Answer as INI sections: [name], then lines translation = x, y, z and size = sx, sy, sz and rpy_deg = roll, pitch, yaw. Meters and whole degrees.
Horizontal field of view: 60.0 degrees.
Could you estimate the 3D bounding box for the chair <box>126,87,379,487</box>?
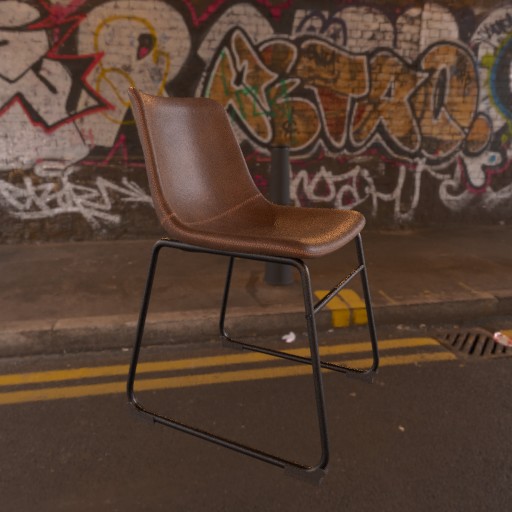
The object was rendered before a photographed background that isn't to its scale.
[chair]
translation = 0.000, 0.000, 1.095
size = 0.551, 0.780, 0.460
rpy_deg = 8, 17, 27
